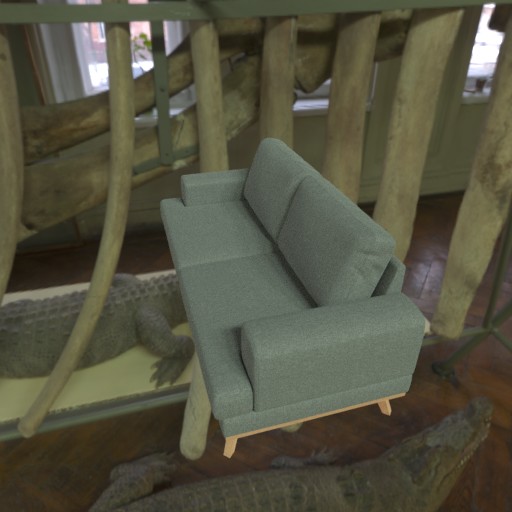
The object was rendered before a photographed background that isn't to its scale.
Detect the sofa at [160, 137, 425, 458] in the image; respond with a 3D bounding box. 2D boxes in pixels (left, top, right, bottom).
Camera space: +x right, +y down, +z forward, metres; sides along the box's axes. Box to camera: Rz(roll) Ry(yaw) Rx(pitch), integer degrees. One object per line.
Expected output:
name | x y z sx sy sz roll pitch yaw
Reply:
sofa | 0.000 0.000 2.191 0.785 0.810 1.650 -9 33 -14
